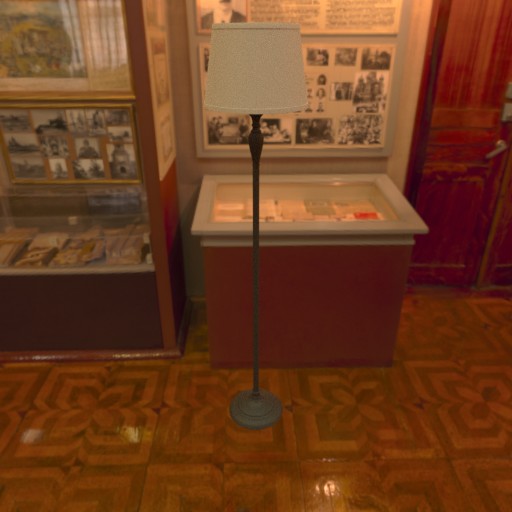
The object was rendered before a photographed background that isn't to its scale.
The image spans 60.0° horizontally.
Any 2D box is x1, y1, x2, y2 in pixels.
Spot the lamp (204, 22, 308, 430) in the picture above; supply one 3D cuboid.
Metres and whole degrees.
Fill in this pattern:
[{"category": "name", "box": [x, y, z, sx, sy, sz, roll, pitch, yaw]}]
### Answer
[{"category": "lamp", "box": [0.000, 0.000, 1.623, 0.327, 1.506, 0.327, 0, 26, 1]}]
